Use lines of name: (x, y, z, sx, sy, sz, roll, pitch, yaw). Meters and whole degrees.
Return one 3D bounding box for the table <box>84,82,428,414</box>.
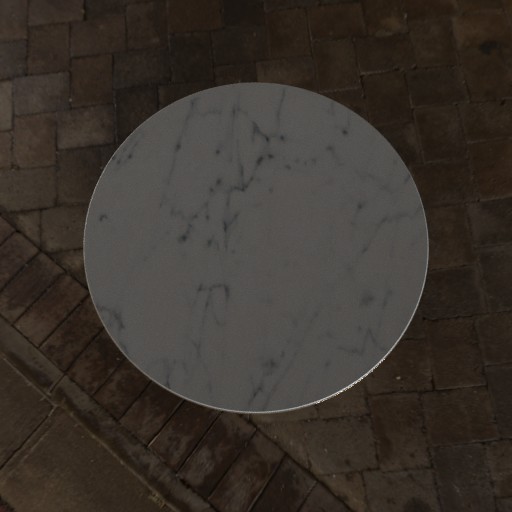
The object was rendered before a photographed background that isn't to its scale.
table: (0.000, 0.000, 1.243, 0.800, 0.450, 0.800, 0, 75, 0)
